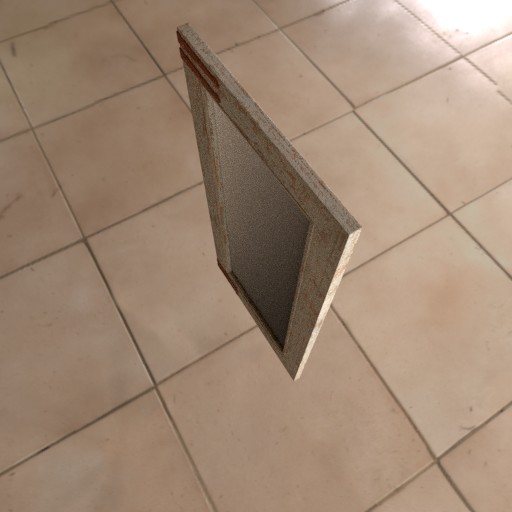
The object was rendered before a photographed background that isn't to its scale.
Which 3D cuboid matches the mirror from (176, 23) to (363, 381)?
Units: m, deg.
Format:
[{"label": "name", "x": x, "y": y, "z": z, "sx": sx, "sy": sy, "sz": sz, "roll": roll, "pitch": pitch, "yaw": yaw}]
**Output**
[{"label": "mirror", "x": 0.000, "y": 0.000, "z": 1.063, "sx": 0.027, "sy": 0.922, "sz": 0.472, "roll": -29, "pitch": 67, "yaw": -14}]
